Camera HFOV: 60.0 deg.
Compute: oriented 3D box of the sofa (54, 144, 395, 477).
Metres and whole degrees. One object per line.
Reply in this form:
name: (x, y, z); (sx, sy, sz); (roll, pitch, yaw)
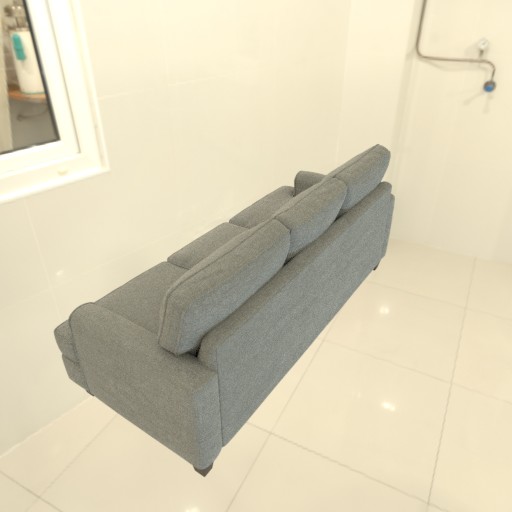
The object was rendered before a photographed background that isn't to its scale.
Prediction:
sofa: (0.000, 0.000, 2.636); (0.951, 0.965, 2.158); (20, 37, 29)
